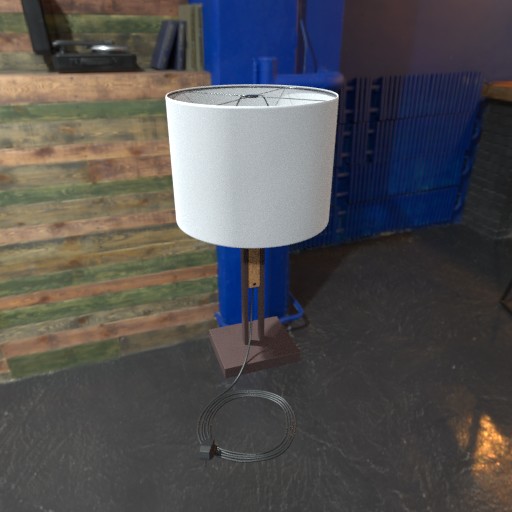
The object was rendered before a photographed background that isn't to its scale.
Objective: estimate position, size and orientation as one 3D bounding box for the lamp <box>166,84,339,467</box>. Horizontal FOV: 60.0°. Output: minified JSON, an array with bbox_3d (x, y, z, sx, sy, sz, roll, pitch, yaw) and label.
[{"bbox_3d":[0.000,0.000,0.995,0.396,0.668,0.525,-9,28,-17],"label":"lamp"}]
